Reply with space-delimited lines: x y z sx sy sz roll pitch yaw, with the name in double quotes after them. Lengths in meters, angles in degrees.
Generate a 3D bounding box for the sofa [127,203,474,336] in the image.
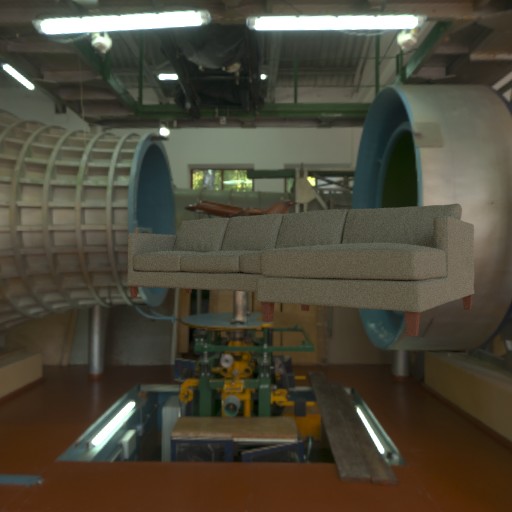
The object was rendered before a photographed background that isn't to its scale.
0.000 0.000 3.830 3.186 0.861 1.625 0 -1 36 "sofa"
